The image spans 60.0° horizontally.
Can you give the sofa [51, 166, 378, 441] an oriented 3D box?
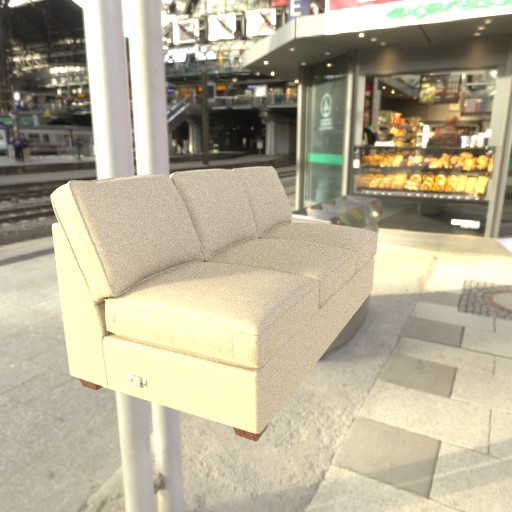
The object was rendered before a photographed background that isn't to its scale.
[{"bbox_3d":[0.000,0.000,2.558,1.027,0.973,1.962,7,16,26],"label":"sofa"}]
